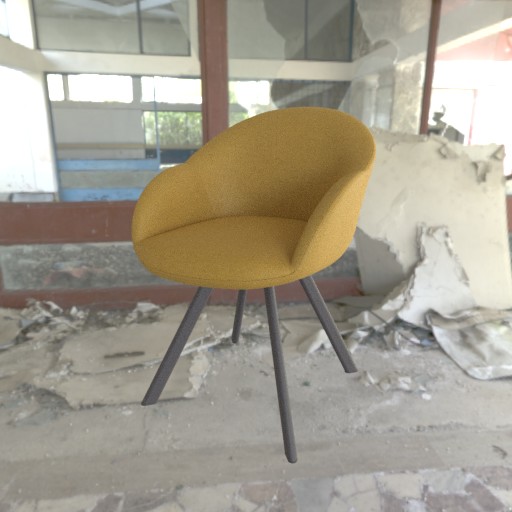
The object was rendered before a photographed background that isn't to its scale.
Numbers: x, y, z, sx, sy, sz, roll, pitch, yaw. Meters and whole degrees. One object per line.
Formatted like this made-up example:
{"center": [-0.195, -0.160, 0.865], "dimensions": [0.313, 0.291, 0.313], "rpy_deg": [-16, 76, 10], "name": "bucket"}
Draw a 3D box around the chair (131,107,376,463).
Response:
{"center": [0.000, 0.000, 1.195], "dimensions": [0.551, 0.793, 0.583], "rpy_deg": [8, 17, 28], "name": "chair"}
